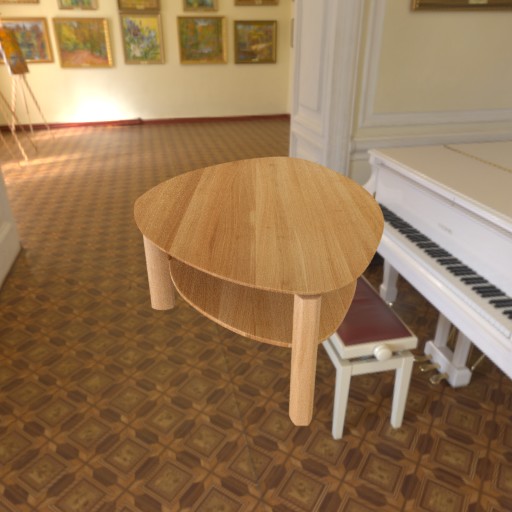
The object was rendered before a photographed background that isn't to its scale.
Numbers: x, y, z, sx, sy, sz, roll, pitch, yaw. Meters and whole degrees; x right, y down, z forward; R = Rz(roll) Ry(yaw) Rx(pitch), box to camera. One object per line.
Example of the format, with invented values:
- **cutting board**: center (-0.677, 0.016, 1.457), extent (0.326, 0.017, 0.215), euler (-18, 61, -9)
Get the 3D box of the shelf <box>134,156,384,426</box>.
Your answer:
- **shelf**: center (0.000, 0.000, 1.660), extent (0.845, 0.440, 1.246), euler (0, 27, 0)
